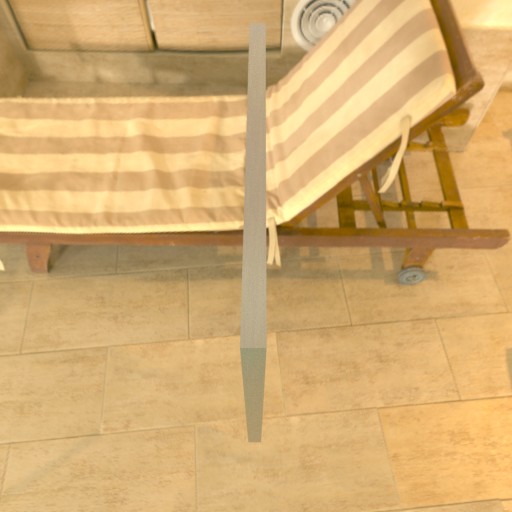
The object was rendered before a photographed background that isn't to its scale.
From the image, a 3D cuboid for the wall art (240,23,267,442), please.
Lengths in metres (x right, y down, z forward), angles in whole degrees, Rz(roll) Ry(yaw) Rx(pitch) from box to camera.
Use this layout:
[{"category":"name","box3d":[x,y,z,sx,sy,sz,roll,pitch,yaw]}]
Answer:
[{"category":"wall art","box3d":[0.000,0.000,1.189,0.038,0.806,0.806,0,58,0]}]
